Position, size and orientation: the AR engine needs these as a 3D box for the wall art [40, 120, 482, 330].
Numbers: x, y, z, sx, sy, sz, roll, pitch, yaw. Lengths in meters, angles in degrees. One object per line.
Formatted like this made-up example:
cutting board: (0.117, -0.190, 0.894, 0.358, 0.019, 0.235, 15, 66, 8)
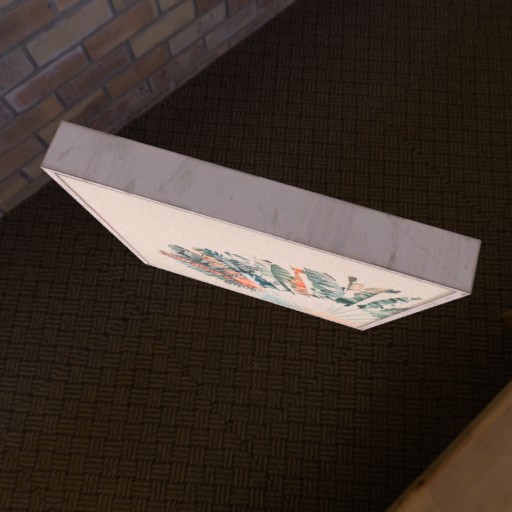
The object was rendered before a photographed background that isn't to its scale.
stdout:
wall art: (0.000, 0.000, 0.451, 0.305, 0.303, 0.038, 17, 77, 4)
